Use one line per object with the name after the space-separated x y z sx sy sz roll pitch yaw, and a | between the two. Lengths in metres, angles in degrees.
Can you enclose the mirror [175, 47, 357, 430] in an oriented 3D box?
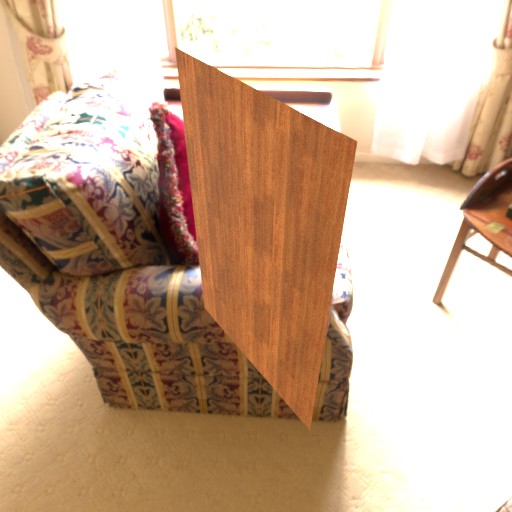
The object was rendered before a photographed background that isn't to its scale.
0.000 0.000 1.299 0.047 1.010 0.651 -26 47 -26 | mirror
